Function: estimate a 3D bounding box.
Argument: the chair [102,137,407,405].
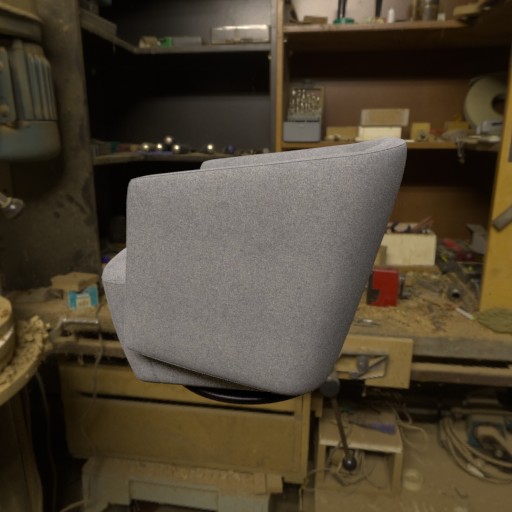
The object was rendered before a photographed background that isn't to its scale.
[{"bbox_3d":[0.000,0.000,1.656,0.986,0.861,0.822,3,16,9],"label":"chair"}]
